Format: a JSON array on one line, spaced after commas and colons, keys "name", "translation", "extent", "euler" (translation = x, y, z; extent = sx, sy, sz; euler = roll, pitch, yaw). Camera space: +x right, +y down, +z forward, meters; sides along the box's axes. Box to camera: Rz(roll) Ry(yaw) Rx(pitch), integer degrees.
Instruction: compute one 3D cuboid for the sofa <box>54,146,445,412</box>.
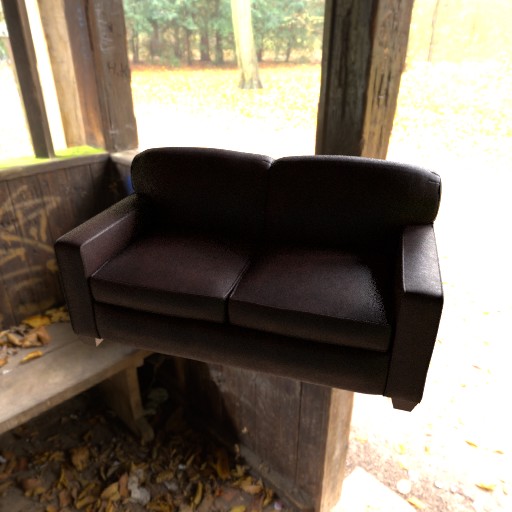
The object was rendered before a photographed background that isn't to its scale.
[{"name": "sofa", "translation": [0.000, 0.000, 2.429], "extent": [1.856, 0.966, 1.000], "euler": [8, 28, 15]}]
